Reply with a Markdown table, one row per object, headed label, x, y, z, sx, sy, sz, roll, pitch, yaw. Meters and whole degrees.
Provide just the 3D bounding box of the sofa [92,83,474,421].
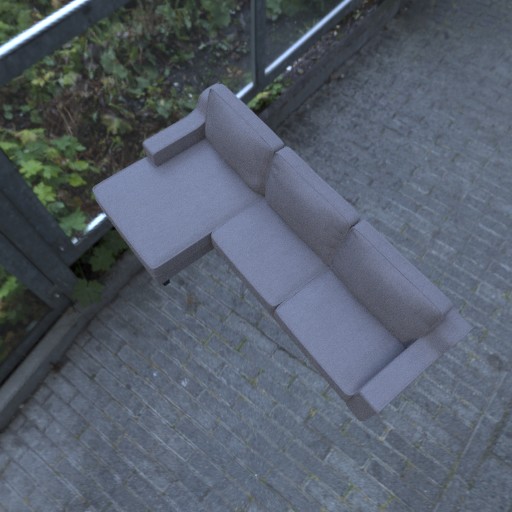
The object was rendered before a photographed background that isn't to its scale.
| label | x | y | z | sx | sy | sz | roll | pitch | yaw |
| --- | --- | --- | --- | --- | --- | --- | --- | --- | --- |
| sofa | 0.000 | 0.000 | 3.137 | 1.294 | 0.928 | 2.561 | -35 | 69 | -16 |
